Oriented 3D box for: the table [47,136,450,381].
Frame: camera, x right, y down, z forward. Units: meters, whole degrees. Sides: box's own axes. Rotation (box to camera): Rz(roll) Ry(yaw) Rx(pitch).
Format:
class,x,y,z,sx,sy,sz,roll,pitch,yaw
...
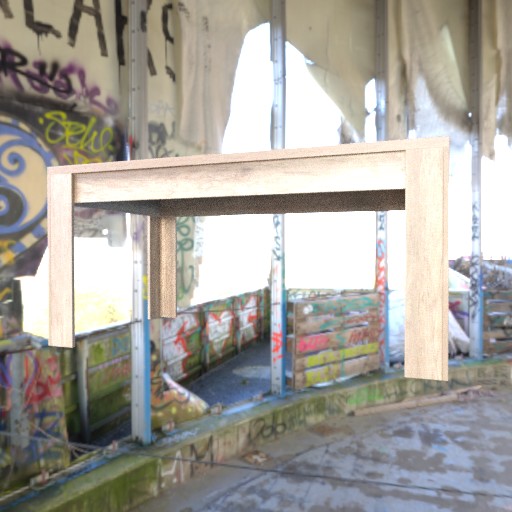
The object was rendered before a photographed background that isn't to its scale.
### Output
class,x,y,z,sx,sy,sz,roll,pitch,yaw
table,0.000,0.000,2.086,1.600,0.775,0.900,0,1,19
